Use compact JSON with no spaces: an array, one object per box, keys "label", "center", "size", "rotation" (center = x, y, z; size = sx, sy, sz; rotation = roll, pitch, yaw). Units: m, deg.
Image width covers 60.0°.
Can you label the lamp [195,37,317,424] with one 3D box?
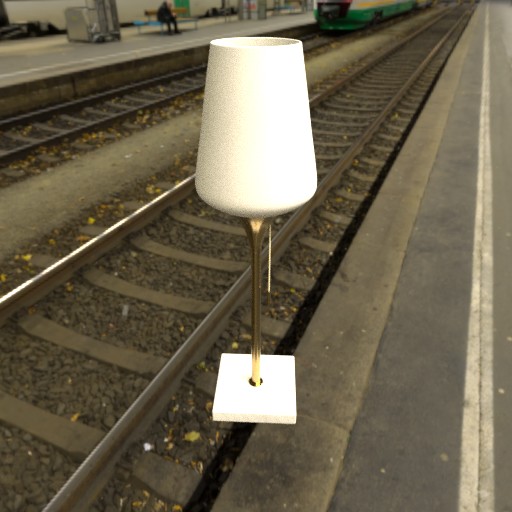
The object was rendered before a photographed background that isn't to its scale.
[{"label":"lamp","center":[0.000,0.000,0.730],"size":[0.181,0.639,0.181],"rotation":[1,31,2]}]
